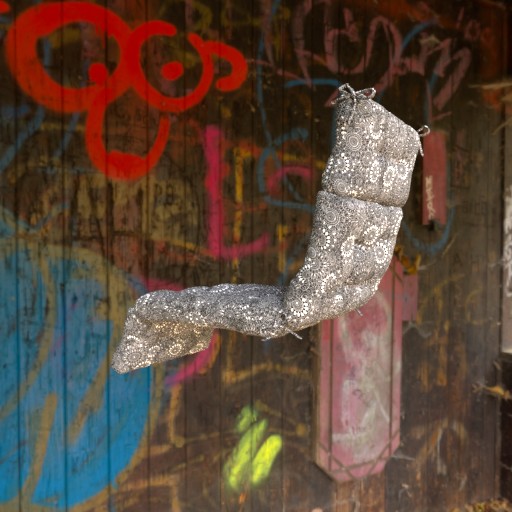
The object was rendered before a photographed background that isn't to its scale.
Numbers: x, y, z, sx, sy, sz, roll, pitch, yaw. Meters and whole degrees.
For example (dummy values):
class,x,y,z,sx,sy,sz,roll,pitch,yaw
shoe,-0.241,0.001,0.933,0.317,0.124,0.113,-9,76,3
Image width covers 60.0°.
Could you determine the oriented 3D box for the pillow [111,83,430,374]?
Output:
class,x,y,z,sx,sy,sz,roll,pitch,yaw
pillow,0.000,0.000,1.520,1.016,0.863,0.526,1,2,36
